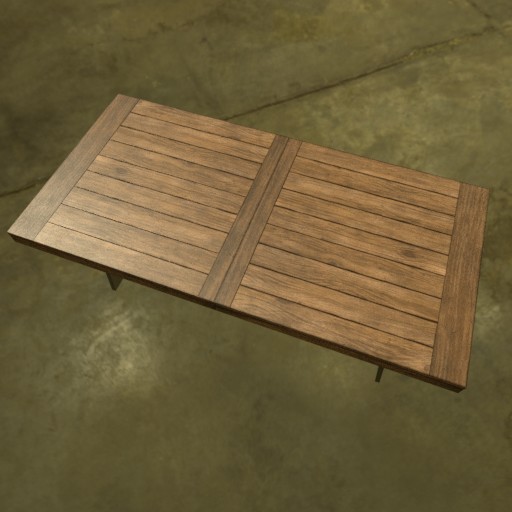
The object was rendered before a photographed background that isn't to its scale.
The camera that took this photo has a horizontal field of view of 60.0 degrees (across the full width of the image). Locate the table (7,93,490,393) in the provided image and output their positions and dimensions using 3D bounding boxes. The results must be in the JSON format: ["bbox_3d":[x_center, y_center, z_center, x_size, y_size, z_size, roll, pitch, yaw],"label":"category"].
[{"bbox_3d":[0.000,0.000,2.227,1.867,0.757,0.931,17,60,10],"label":"table"}]
